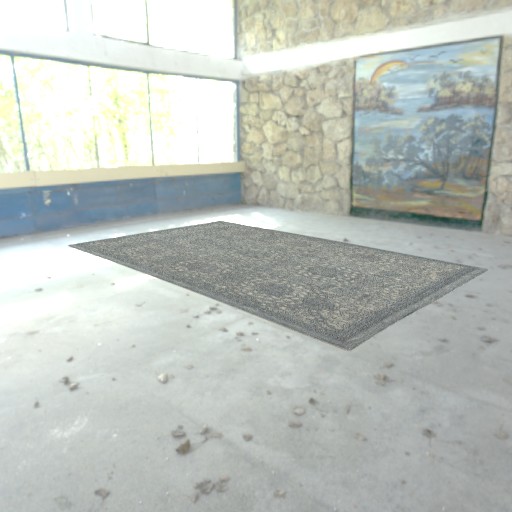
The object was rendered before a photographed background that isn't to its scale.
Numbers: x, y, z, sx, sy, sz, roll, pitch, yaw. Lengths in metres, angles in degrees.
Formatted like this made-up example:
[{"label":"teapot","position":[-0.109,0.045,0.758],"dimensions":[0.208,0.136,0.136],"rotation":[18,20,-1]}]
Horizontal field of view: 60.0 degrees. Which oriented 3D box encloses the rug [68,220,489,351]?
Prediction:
[{"label":"rug","position":[0.000,0.000,3.032],"dimensions":[2.498,0.022,1.535],"rotation":[14,20,43]}]
